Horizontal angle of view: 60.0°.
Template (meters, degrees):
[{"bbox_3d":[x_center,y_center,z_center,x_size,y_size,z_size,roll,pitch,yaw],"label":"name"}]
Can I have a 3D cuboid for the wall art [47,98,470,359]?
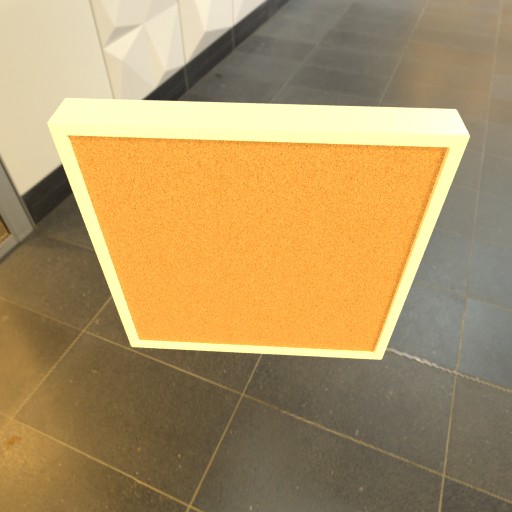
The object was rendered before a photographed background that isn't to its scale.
[{"bbox_3d":[0.000,0.000,0.441,0.305,0.305,0.038,2,47,2],"label":"wall art"}]
